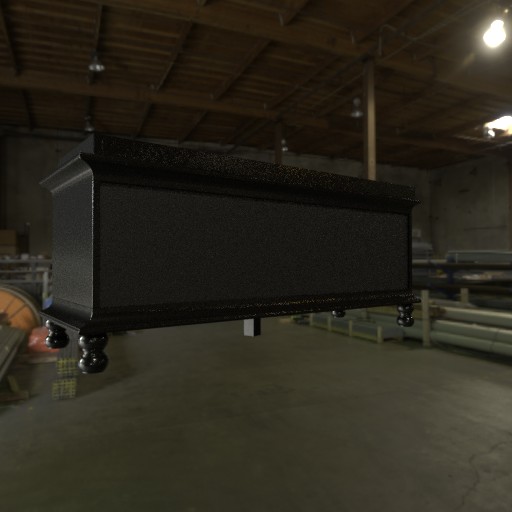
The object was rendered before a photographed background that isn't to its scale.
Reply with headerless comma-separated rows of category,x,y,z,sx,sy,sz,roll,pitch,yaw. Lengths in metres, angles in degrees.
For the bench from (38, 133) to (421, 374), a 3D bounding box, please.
bench,0.000,0.000,1.405,1.185,0.501,0.402,0,-1,-37
